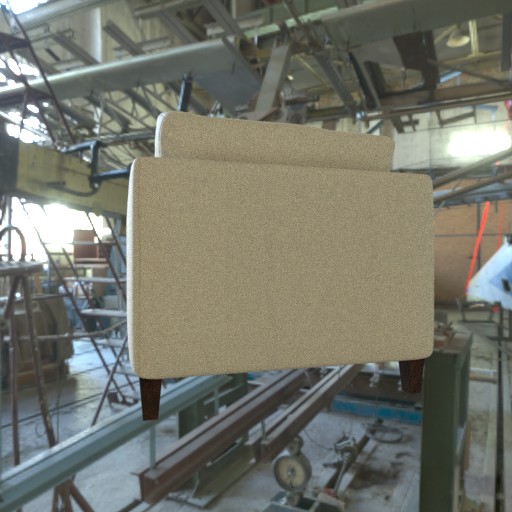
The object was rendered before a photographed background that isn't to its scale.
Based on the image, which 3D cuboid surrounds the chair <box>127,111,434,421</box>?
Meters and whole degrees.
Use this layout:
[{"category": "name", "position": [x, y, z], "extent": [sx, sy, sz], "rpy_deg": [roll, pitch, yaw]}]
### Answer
[{"category": "chair", "position": [0.000, 0.000, 1.778], "extent": [0.996, 0.919, 0.959], "rpy_deg": [0, 0, -17]}]
